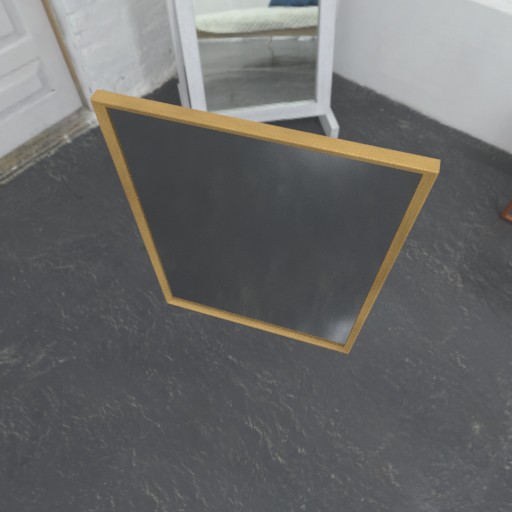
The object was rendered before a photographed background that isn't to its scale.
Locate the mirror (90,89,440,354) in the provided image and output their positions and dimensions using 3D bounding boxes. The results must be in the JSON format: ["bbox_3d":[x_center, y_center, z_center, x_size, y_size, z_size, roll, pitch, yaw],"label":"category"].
[{"bbox_3d":[0.000,0.000,1.366,0.762,1.016,0.041,14,59,9],"label":"mirror"}]
